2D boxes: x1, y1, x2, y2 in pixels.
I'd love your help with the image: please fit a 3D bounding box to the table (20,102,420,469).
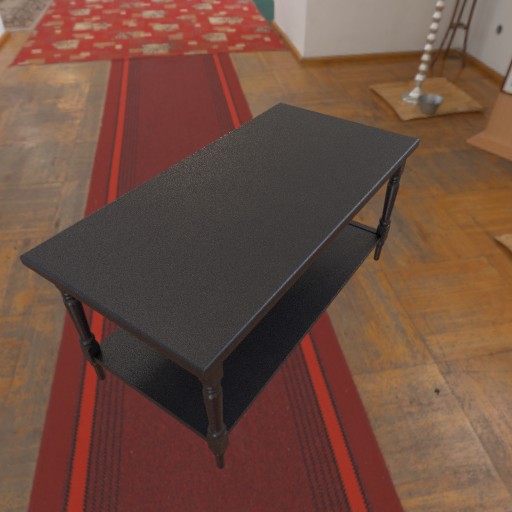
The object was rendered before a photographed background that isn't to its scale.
[{"bbox_3d":[0.000,0.000,1.402,0.550,0.510,1.107,24,46,26],"label":"table"}]
